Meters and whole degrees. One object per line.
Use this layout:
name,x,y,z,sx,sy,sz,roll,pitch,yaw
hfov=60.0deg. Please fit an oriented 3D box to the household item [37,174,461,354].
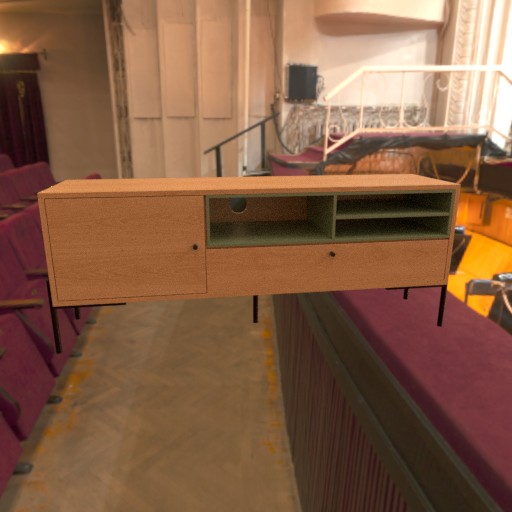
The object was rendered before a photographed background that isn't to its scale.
household item,0.000,0.000,1.817,1.550,0.600,0.400,-2,17,-8
